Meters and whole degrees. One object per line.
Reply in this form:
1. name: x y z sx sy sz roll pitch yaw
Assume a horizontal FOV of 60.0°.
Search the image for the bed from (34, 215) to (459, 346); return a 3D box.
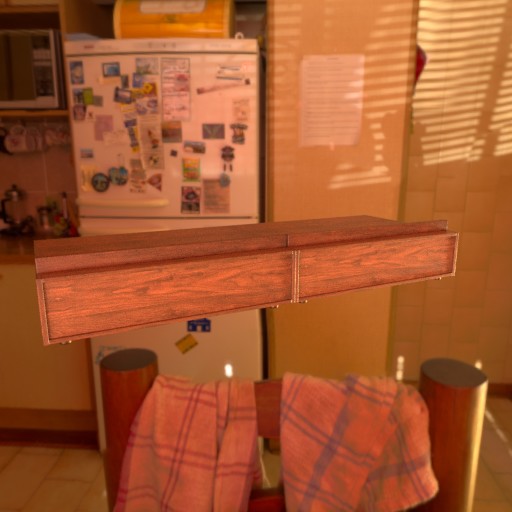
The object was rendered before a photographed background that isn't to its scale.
1. bed: 0.000 0.000 2.315 2.057 0.326 0.787 -6 15 -26
